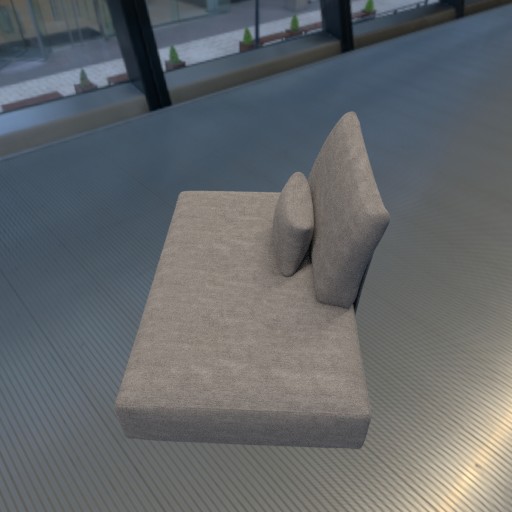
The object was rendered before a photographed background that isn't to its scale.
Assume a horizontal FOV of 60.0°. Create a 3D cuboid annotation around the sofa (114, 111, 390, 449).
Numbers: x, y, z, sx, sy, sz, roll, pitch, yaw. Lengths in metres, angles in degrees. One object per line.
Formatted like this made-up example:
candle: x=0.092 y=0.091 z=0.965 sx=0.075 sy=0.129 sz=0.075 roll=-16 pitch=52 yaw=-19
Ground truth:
sofa: x=0.000 y=0.000 z=2.037 sx=1.002 sy=0.820 sz=1.450 roll=2 pitch=41 yaw=2
